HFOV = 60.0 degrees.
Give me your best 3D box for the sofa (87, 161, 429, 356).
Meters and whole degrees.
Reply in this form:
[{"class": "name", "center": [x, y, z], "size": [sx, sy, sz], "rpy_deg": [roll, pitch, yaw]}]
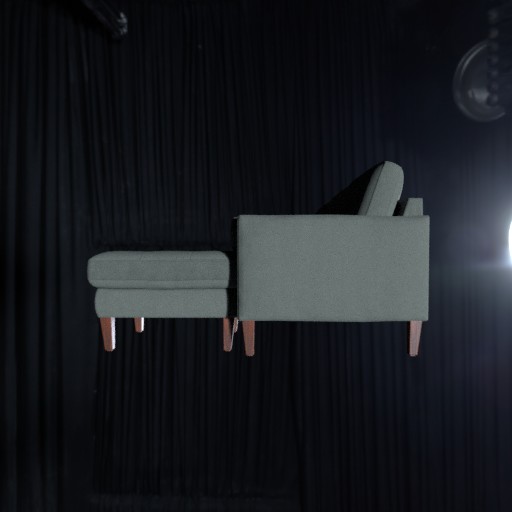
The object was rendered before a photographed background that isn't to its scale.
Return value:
[{"class": "sofa", "center": [0.000, 0.000, 2.978], "size": [1.506, 0.876, 2.178], "rpy_deg": [0, 0, 0]}]
